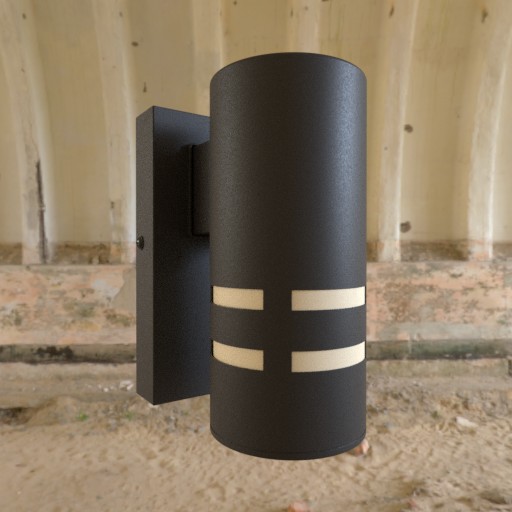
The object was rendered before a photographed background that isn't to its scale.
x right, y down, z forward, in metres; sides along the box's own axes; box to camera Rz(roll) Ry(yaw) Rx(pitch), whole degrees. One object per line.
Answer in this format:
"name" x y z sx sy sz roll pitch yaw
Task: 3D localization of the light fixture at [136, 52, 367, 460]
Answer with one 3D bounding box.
"light fixture" 0.000 0.000 0.256 0.098 0.179 0.138 0 0 -35
